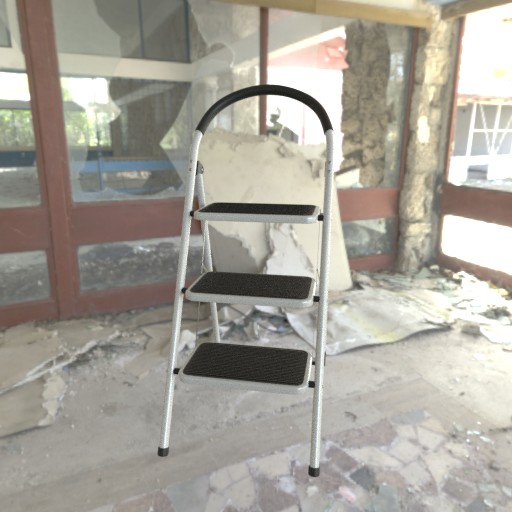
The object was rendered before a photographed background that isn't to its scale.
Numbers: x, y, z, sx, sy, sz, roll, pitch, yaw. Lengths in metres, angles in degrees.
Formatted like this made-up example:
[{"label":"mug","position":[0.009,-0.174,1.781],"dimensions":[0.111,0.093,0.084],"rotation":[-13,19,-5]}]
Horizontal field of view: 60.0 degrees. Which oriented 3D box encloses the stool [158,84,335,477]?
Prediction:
[{"label":"stool","position":[0.000,0.000,1.462],"dimensions":[0.485,1.109,0.676],"rotation":[3,15,10]}]
